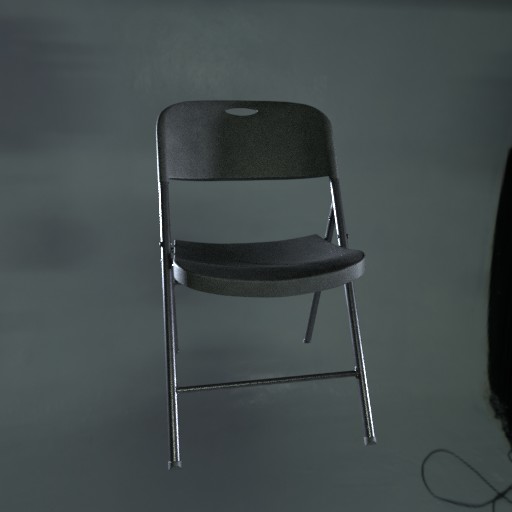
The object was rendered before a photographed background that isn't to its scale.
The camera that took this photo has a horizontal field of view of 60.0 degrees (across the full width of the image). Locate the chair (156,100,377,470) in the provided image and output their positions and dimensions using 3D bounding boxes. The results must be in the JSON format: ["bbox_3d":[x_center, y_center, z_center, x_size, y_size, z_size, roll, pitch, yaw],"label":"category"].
[{"bbox_3d":[0.000,0.000,1.173,0.494,0.810,0.566,-3,16,-10],"label":"chair"}]
